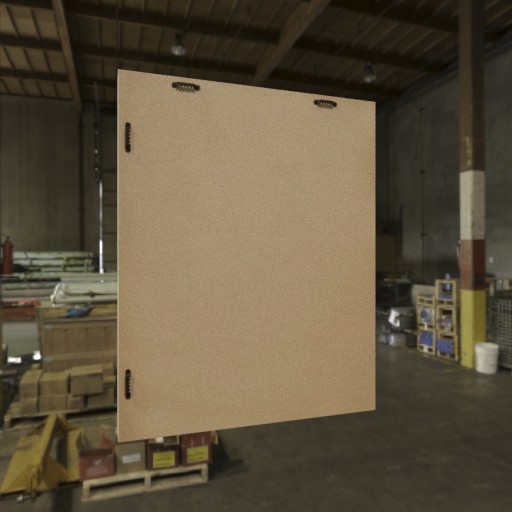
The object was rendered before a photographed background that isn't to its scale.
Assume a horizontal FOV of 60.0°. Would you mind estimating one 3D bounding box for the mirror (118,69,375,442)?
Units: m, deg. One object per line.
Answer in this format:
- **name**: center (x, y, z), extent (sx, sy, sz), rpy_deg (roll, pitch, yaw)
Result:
- **mirror**: center (0.000, 0.000, 0.681), extent (0.405, 0.508, 0.041), rpy_deg (0, 0, -18)
